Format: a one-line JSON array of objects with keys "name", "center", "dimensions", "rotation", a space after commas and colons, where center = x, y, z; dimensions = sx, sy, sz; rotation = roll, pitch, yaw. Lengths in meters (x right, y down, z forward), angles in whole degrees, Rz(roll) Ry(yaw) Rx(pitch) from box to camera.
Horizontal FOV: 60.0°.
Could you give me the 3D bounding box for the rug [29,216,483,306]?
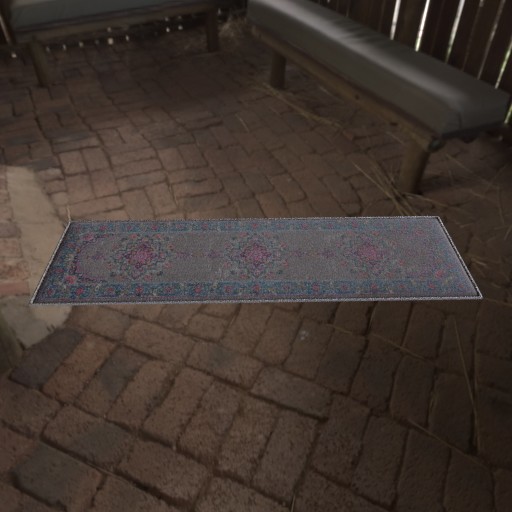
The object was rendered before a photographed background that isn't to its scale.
[{"name": "rug", "center": [0.000, 0.000, 1.983], "dimensions": [1.827, 0.012, 0.553], "rotation": [-1, 42, -1]}]
